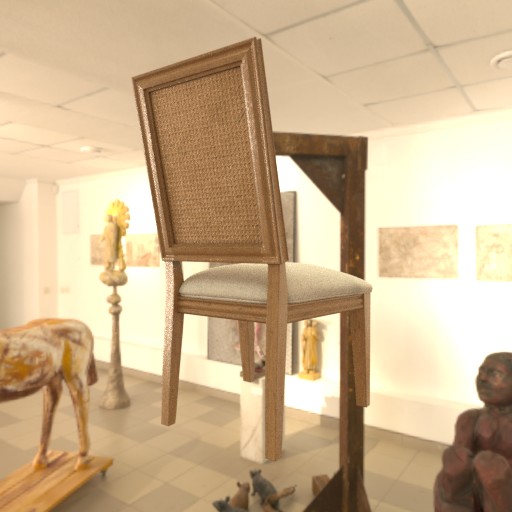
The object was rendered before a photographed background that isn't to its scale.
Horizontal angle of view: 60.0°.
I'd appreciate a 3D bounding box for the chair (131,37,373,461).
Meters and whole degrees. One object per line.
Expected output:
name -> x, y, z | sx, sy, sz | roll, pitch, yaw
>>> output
chair -> 0.000, 0.000, 1.348 | 0.536, 0.988, 0.601 | 1, 2, 35
